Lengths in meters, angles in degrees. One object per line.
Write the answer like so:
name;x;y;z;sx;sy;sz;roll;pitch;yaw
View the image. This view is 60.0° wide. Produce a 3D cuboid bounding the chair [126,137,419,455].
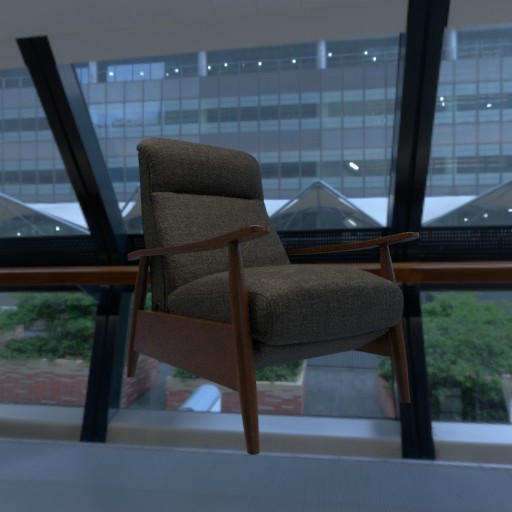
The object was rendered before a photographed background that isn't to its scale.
chair;0.000;0.000;1.811;0.762;1.082;1.014;0;1;-36
